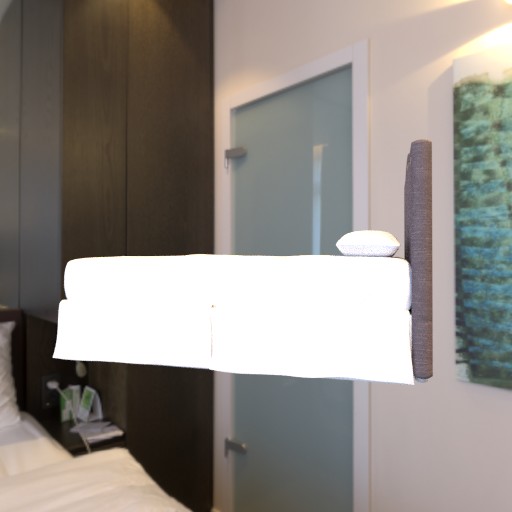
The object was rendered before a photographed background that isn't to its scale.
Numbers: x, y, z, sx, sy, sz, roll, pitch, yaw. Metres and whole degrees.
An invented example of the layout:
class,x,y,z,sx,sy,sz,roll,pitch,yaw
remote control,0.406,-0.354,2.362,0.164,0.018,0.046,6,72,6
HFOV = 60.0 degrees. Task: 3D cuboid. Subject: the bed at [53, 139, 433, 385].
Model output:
class,x,y,z,sx,sy,sz,roll,pitch,yaw
bed,0.000,0.000,3.550,2.507,1.441,1.741,0,0,17
